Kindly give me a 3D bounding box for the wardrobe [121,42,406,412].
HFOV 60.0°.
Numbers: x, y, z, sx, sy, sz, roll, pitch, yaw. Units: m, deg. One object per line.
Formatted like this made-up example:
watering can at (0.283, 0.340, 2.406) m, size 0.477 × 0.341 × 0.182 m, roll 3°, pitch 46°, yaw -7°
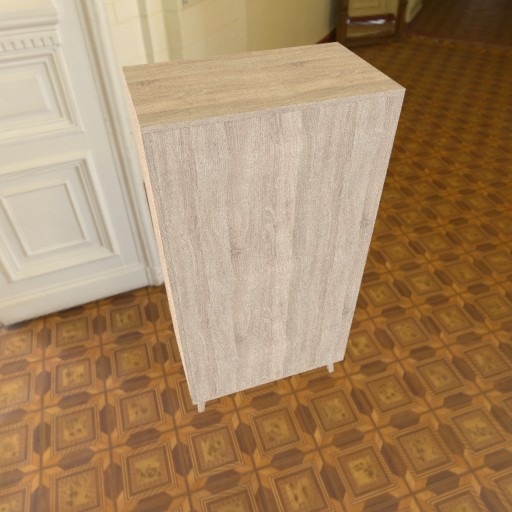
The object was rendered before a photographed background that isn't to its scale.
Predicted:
wardrobe at (0.000, 0.000, 2.440) m, size 1.000 × 1.960 × 0.600 m, roll -13°, pitch 44°, yaw -14°
